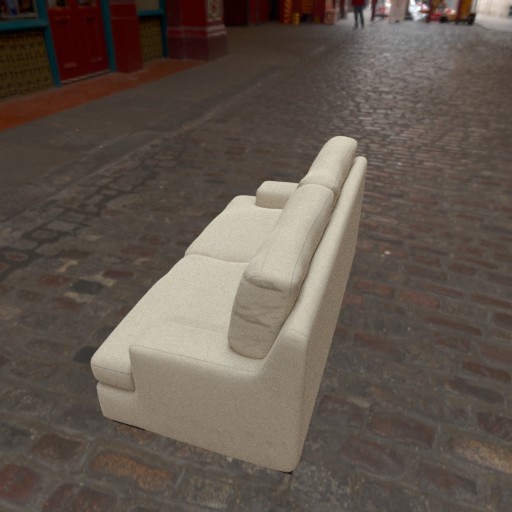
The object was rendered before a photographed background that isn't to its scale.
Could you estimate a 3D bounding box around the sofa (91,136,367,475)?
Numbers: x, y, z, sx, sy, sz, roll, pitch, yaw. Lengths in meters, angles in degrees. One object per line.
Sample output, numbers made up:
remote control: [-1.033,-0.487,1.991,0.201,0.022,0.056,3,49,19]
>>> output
sofa: [0.000,0.000,2.476,0.962,0.967,1.885,10,33,15]
